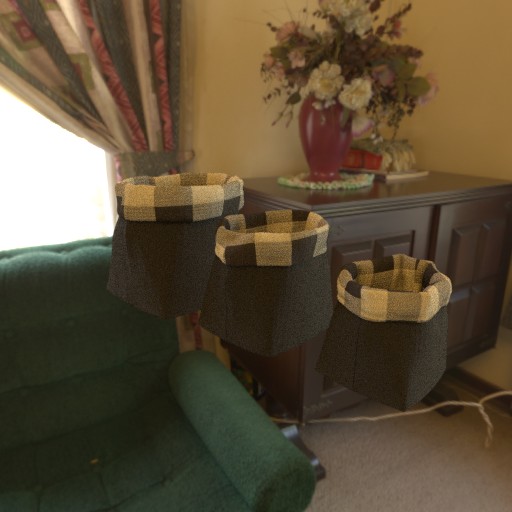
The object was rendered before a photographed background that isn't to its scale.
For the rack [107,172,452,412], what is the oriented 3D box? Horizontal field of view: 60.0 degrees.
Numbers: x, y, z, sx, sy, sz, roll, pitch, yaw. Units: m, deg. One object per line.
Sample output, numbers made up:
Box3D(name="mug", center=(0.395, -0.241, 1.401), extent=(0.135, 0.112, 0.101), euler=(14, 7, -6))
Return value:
Box3D(name="rack", center=(0.000, 0.000, 1.053), extent=(0.889, 0.329, 0.370), euler=(15, 22, 41))
